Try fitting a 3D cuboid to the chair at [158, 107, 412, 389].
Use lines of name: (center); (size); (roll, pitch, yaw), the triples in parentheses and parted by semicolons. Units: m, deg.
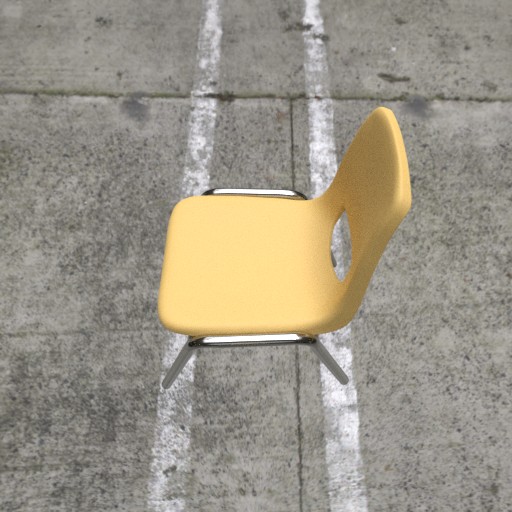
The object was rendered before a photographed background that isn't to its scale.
chair: (0.000, 0.000, 0.844); (0.423, 0.586, 0.354); (0, 58, 0)
